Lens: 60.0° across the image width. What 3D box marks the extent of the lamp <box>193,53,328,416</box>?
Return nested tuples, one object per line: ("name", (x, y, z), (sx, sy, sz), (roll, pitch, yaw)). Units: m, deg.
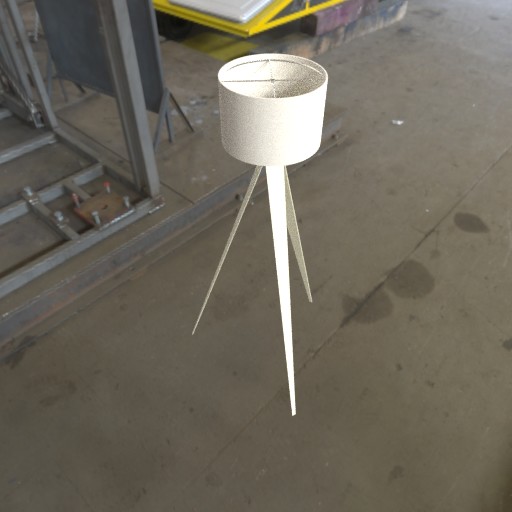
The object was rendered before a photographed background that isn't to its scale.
("lamp", (0.000, 0.000, 1.910), (0.716, 1.524, 0.724), (-2, 45, -2))
